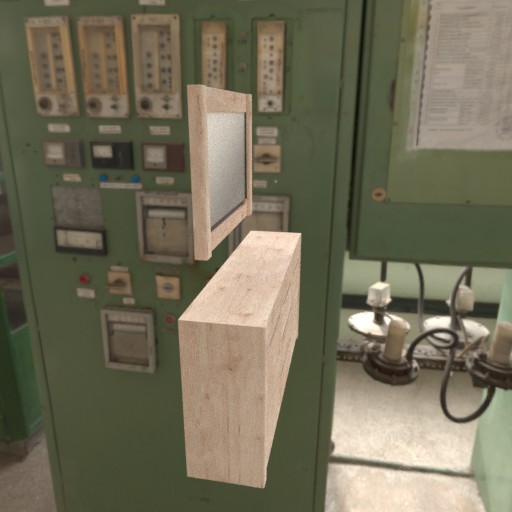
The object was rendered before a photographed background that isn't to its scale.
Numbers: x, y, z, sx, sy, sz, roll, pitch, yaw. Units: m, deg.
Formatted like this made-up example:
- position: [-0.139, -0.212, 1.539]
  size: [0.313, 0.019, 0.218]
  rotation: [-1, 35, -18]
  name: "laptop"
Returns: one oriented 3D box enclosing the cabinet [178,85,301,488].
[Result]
- position: [0.000, 0.000, 2.828]
  size: [0.420, 1.981, 1.700]
  rotation: [3, 18, 11]
  name: "cabinet"
